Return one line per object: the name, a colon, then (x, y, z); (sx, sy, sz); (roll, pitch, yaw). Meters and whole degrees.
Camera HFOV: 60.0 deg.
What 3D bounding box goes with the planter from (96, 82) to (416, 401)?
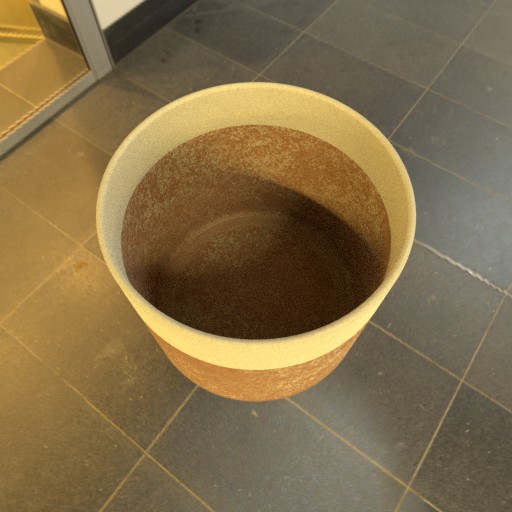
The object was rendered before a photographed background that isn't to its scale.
planter: (0.000, 0.000, 0.282); (0.159, 0.138, 0.159); (0, 62, 0)
